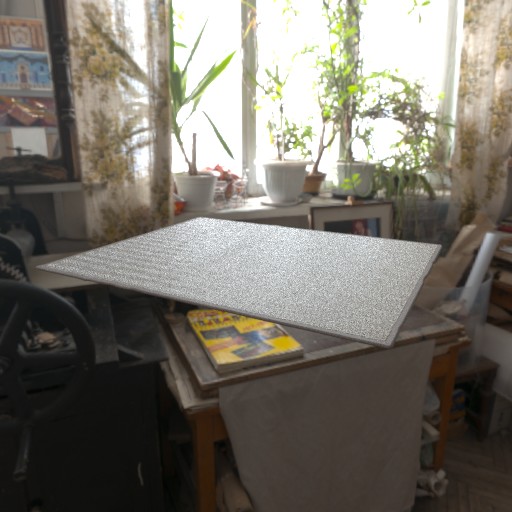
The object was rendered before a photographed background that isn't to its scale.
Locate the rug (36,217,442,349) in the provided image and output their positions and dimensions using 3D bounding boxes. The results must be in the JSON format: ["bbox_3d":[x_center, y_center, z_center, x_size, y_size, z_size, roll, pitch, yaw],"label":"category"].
[{"bbox_3d":[0.000,0.000,4.153,3.007,0.032,2.434,9,19,27],"label":"rug"}]
